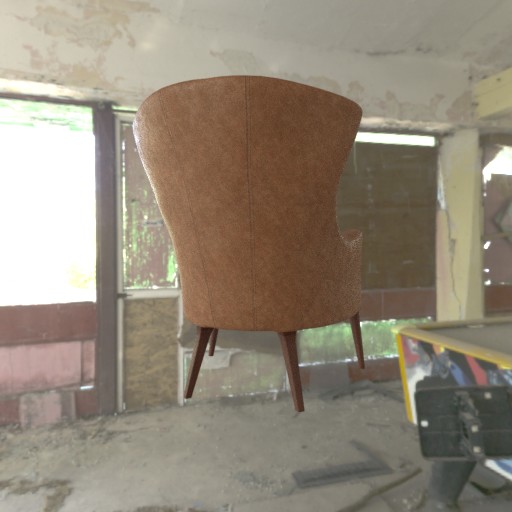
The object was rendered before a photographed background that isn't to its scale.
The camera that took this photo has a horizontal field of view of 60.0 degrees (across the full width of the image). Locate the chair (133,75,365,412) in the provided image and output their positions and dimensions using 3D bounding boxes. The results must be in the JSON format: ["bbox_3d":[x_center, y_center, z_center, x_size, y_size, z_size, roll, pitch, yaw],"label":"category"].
[{"bbox_3d":[0.000,0.000,1.754,0.846,1.067,0.955,1,2,18],"label":"chair"}]
